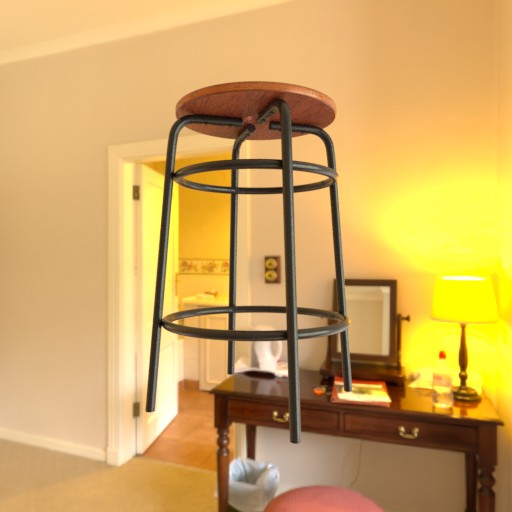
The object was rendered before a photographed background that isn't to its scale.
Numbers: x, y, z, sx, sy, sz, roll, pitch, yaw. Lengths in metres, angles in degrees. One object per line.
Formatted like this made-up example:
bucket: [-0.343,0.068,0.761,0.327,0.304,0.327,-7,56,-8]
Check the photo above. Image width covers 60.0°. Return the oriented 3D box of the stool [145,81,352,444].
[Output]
stool: [0.000,0.000,0.937,0.455,0.610,0.455,0,0,-17]
